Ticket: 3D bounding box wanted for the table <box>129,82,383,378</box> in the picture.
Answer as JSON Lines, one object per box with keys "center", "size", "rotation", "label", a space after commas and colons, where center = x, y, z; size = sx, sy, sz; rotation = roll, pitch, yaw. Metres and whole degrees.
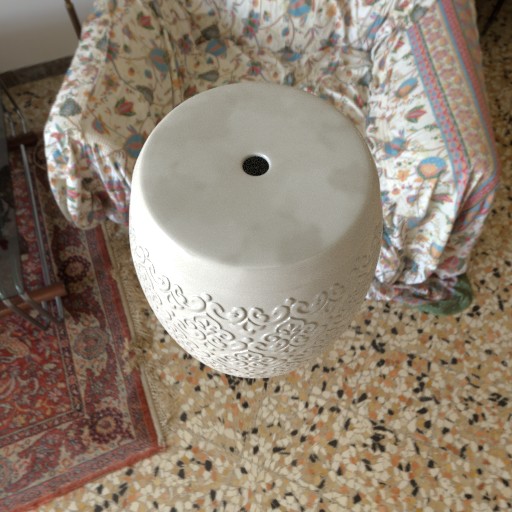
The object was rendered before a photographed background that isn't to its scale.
{"center": [0.000, 0.000, 0.608], "size": [0.309, 0.397, 0.309], "rotation": [0, 63, 0], "label": "table"}
